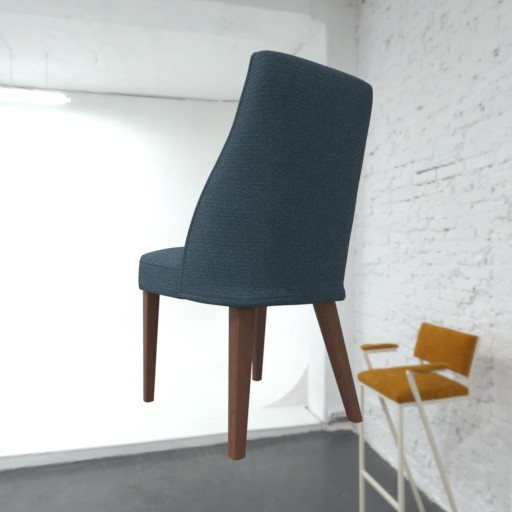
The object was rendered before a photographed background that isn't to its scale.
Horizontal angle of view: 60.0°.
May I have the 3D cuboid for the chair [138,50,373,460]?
[{"bbox_3d":[0.000,0.000,1.300,0.500,0.930,0.620,0,0,-35],"label":"chair"}]
